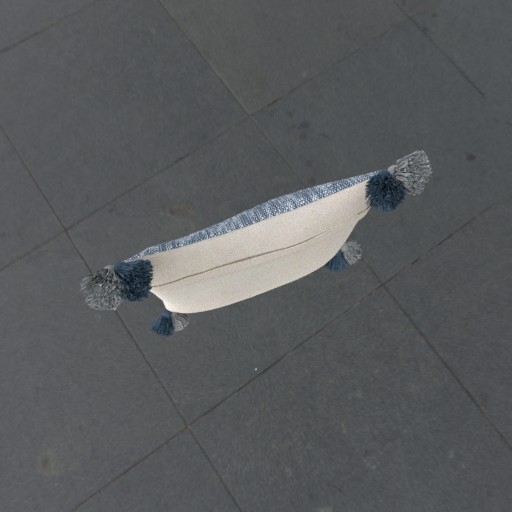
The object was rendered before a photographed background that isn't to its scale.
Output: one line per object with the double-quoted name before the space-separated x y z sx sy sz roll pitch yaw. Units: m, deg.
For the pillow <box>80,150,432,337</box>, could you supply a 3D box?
"pillow" 0.000 0.000 0.944 0.614 0.634 0.138 -20 77 -5
